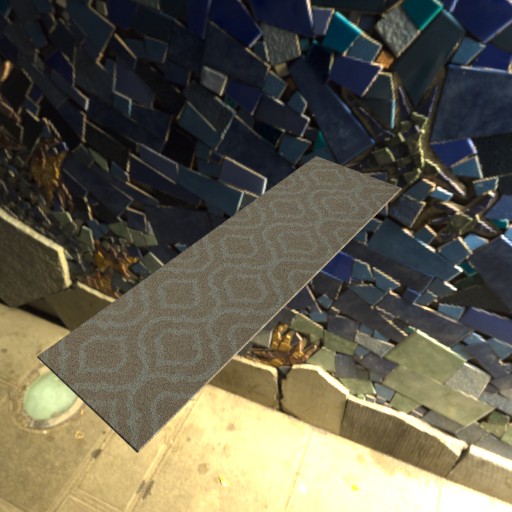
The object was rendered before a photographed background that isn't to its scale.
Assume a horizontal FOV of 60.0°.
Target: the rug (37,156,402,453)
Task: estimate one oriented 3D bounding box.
[{"bbox_3d":[0.000,0.000,2.493,0.691,0.013,2.289,28,49,28],"label":"rug"}]
